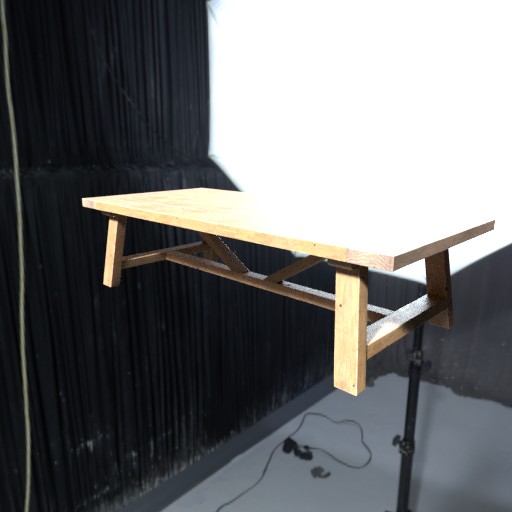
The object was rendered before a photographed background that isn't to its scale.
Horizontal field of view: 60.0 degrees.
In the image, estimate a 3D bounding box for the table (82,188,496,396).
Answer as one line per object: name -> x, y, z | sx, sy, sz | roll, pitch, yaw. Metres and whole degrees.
table -> 0.000, 0.000, 2.101 | 1.800, 0.465, 0.820 | 13, 19, 43
